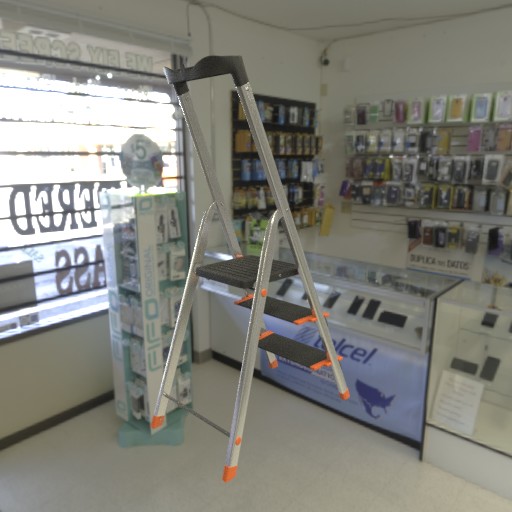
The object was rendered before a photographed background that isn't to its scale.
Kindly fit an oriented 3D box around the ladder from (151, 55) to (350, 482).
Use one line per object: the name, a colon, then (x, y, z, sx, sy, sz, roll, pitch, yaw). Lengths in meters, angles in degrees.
ladder: (0.000, 0.000, 1.580, 0.416, 1.229, 0.686, 12, 17, 43)
